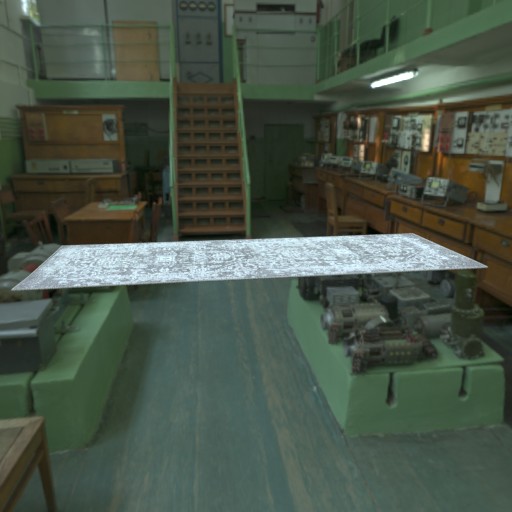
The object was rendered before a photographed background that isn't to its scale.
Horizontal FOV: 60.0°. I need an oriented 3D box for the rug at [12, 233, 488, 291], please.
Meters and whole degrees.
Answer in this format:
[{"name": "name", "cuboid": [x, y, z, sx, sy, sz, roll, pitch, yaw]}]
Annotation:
[{"name": "rug", "cuboid": [0.000, 0.000, 2.658, 2.452, 0.017, 0.855, -2, 16, -8]}]
